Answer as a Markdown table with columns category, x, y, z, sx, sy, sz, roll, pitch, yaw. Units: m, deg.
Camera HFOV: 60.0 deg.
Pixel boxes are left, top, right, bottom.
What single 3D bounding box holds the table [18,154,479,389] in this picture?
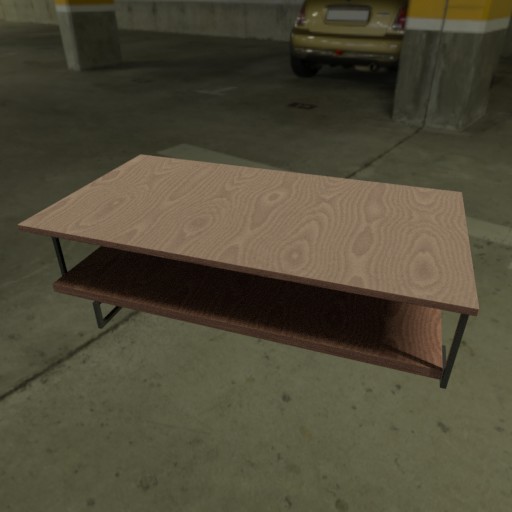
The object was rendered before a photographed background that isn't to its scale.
| category | x | y | z | sx | sy | sz | roll | pitch | yaw |
| --- | --- | --- | --- | --- | --- | --- | --- | --- | --- |
| table | 0.000 | 0.000 | 1.435 | 1.197 | 0.347 | 0.651 | 10 | 32 | 16 |
